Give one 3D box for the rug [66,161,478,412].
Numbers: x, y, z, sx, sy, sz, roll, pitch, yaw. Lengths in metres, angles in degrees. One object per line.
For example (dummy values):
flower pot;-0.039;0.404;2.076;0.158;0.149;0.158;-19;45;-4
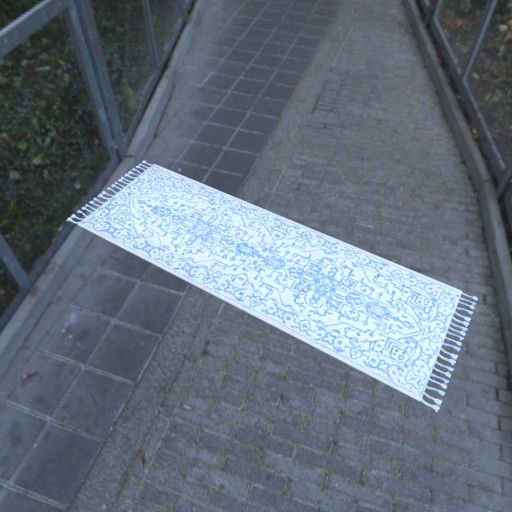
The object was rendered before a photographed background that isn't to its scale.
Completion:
rug;0.000;0.000;2.685;2.449;0.011;0.774;25;53;20
